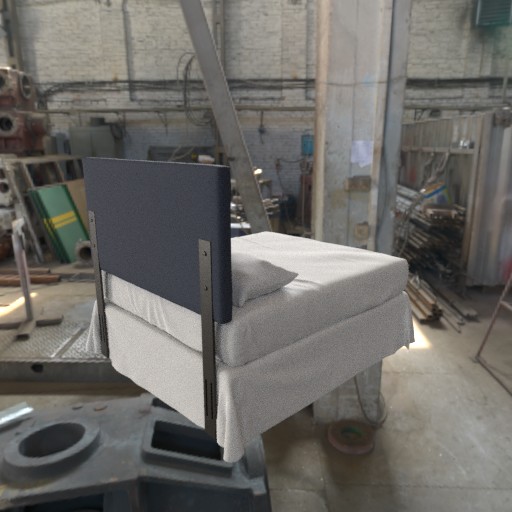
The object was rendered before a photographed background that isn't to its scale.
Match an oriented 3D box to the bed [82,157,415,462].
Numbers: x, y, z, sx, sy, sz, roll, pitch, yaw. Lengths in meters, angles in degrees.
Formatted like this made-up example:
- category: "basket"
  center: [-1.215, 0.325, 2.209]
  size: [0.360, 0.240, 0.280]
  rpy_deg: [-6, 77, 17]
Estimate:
- category: "bed"
  center: [0.000, 0.000, 3.598]
  size: [2.222, 1.577, 1.936]
  rpy_deg: [-13, 20, -42]
